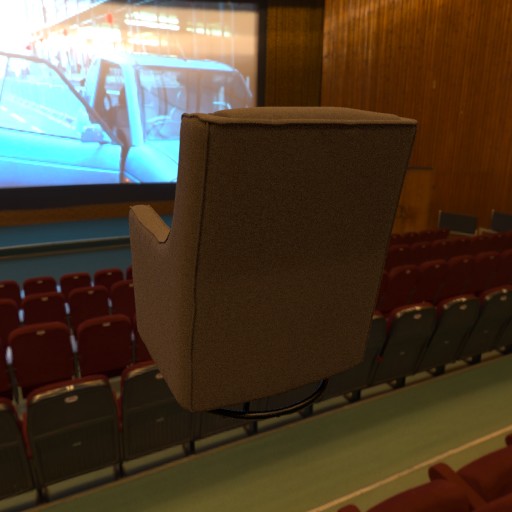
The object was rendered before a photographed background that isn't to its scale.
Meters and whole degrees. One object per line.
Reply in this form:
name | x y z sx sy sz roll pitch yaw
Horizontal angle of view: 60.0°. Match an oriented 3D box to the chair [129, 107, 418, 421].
chair | 0.000 0.000 1.594 0.732 0.993 0.879 -8 18 -26
